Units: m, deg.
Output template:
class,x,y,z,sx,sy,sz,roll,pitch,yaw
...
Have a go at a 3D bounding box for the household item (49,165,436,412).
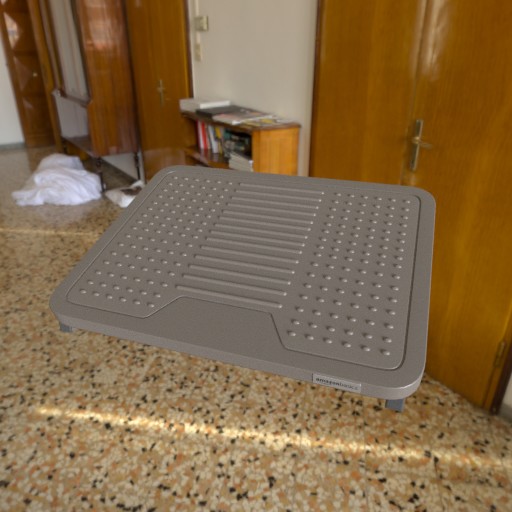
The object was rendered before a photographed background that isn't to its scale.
class,x,y,z,sx,sy,sz,roll,pitch,yaw
household item,0.000,0.000,0.530,0.390,0.126,0.301,9,27,17
